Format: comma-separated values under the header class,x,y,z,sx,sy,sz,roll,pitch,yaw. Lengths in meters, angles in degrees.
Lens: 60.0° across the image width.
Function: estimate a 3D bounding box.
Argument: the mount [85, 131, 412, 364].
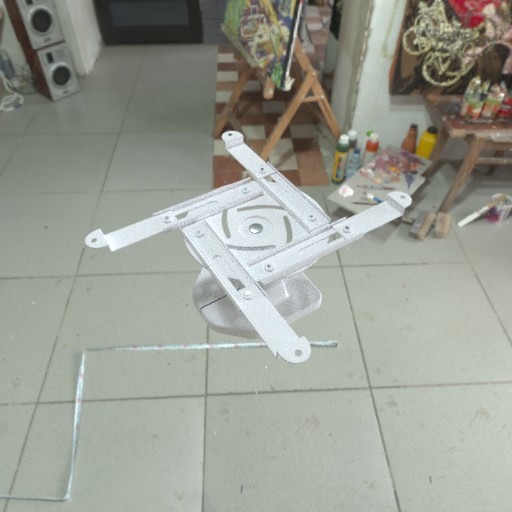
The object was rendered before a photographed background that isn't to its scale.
class,x,y,z,sx,sy,sz,roll,pitch,yaw
mount,0.000,0.000,0.612,0.394,0.141,0.394,-25,51,-21
